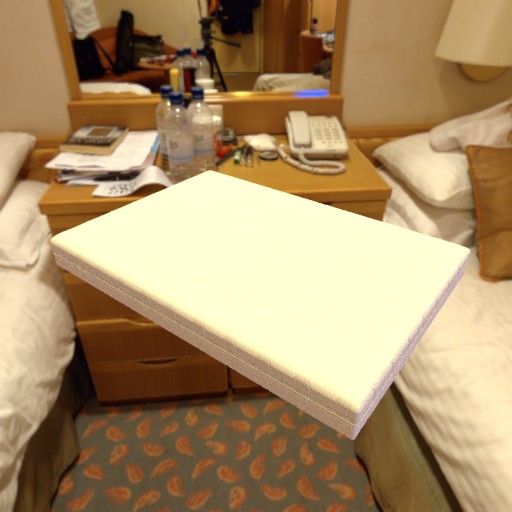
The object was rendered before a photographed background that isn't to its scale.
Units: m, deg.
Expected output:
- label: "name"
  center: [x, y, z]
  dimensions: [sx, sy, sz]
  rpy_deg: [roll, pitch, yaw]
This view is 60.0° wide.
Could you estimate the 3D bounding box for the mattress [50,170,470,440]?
- label: "mattress"
  center: [0.000, 0.000, 2.588]
  dimensions: [2.000, 0.200, 1.400]
  rpy_deg: [22, 38, 31]
